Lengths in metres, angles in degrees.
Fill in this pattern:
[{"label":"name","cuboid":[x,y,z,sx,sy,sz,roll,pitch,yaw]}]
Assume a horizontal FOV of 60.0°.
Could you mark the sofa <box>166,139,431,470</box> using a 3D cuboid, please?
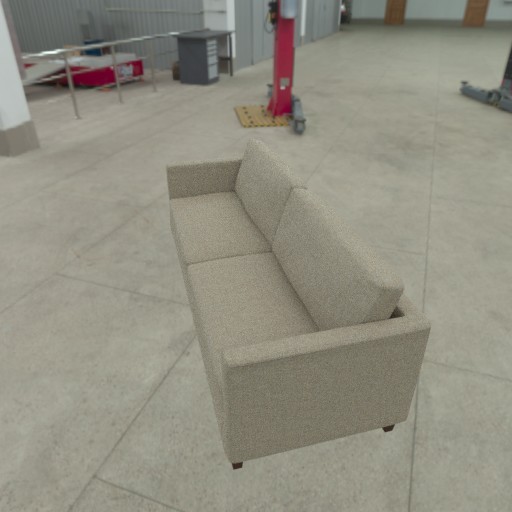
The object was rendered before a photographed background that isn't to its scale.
[{"label":"sofa","cuboid":[0.000,0.000,2.936,0.951,0.965,2.434,-8,32,-13]}]
